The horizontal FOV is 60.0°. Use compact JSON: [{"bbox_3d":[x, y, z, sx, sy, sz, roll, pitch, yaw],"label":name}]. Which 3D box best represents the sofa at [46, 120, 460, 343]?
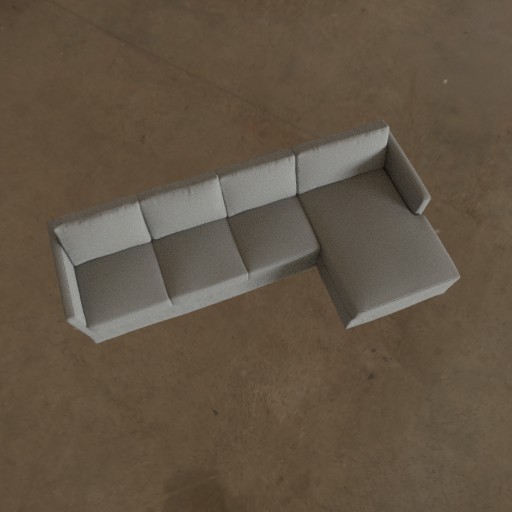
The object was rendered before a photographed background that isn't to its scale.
[{"bbox_3d":[0.000,0.000,3.859,3.177,0.867,1.622,-19,67,-8],"label":"sofa"}]
